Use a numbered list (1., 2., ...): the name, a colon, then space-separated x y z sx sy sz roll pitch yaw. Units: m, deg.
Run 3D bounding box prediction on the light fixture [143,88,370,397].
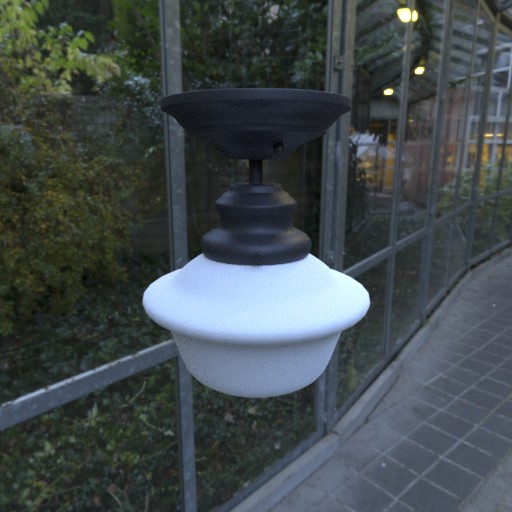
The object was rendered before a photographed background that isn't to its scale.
1. light fixture: 0.000 0.000 0.385 0.197 0.254 0.197 0 13 0
